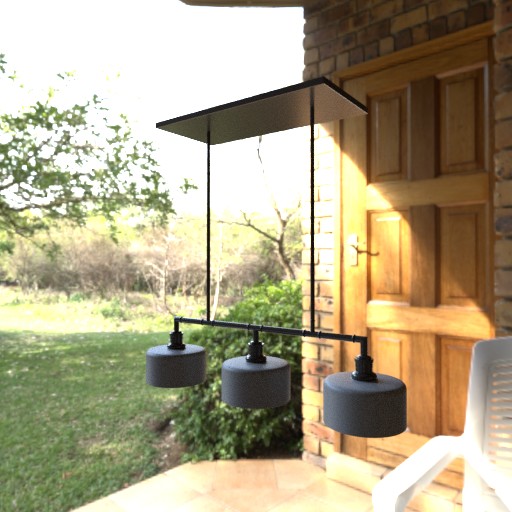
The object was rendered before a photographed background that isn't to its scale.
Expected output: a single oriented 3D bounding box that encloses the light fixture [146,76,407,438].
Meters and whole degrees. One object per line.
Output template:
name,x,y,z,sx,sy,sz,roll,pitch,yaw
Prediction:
light fixture,0.000,0.000,0.875,0.582,0.557,0.177,-1,-1,36
